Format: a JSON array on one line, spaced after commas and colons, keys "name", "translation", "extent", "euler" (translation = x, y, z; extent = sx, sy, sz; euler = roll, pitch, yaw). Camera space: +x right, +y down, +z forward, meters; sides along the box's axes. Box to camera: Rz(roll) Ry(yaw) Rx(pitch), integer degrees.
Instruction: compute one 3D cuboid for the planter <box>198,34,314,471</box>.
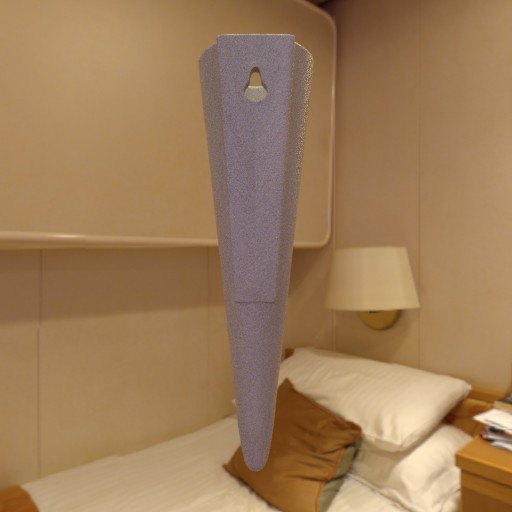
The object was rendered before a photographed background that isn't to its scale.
[{"name": "planter", "translation": [0.000, 0.000, 0.223], "extent": [0.057, 0.191, 0.064], "euler": [0, 0, 0]}]
